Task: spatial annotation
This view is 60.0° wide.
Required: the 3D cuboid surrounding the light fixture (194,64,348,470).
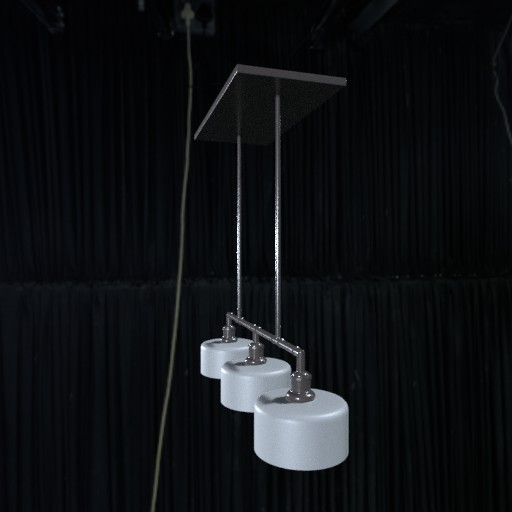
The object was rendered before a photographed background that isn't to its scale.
[{"bbox_3d":[0.000,0.000,0.856,0.177,0.557,0.582,0,0,-17],"label":"light fixture"}]
